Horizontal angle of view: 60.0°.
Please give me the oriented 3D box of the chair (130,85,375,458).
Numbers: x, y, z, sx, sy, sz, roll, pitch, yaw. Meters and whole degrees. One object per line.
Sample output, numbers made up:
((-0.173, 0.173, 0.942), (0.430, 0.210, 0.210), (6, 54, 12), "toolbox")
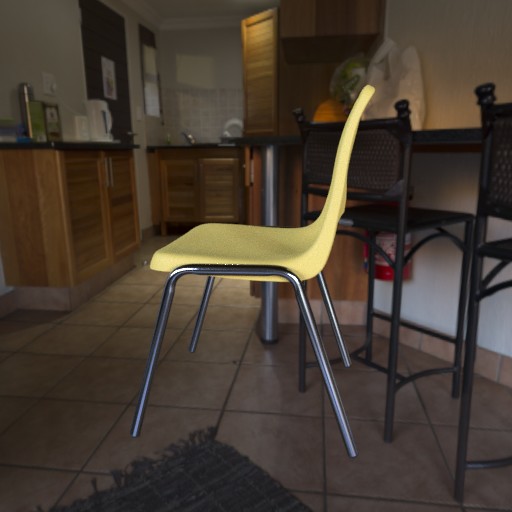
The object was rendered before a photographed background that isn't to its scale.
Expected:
((0.000, 0.000, 0.922), (0.436, 0.653, 0.381), (2, 15, 9), "chair")
